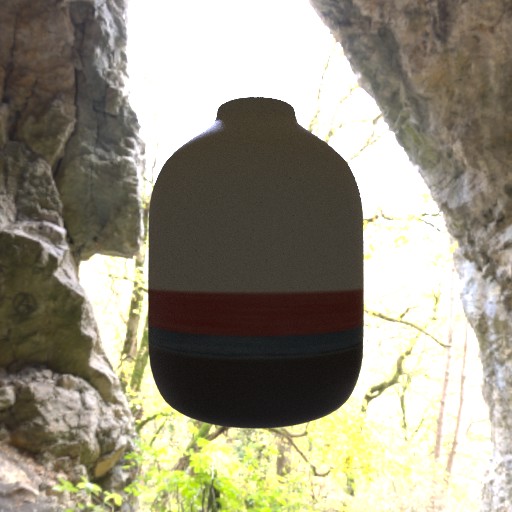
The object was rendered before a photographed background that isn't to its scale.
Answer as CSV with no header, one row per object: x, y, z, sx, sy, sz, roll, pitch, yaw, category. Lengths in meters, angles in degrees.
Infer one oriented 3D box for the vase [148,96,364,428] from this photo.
0.000,0.000,0.358,0.169,0.237,0.169,0,-1,0,vase
